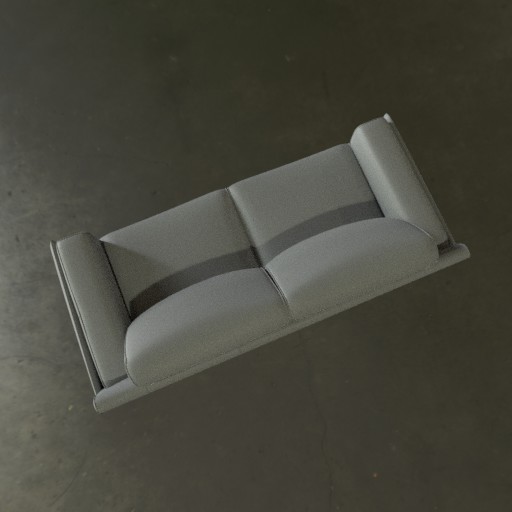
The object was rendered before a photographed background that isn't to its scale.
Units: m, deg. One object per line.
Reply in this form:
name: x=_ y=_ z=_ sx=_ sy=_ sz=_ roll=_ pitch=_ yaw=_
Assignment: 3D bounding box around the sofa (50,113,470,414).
sofa: x=0.000 y=0.000 z=2.529 sx=2.100 sy=0.900 sz=0.969 roll=-22 pitch=77 yaw=-5
